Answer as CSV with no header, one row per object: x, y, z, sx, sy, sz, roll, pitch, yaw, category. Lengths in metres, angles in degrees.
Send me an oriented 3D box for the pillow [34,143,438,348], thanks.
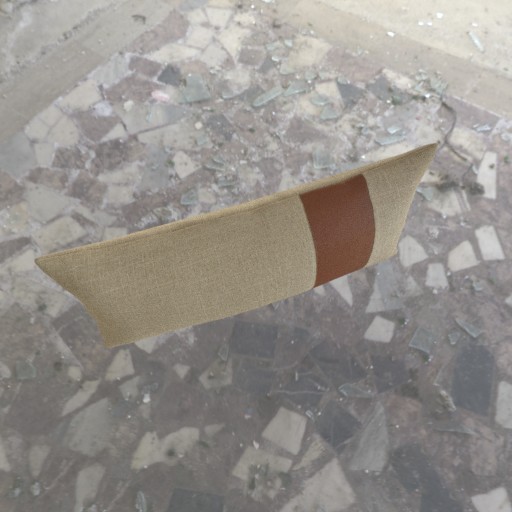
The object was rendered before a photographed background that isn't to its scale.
0.000,0.000,0.753,0.612,0.282,0.155,-17,65,-8,pillow
